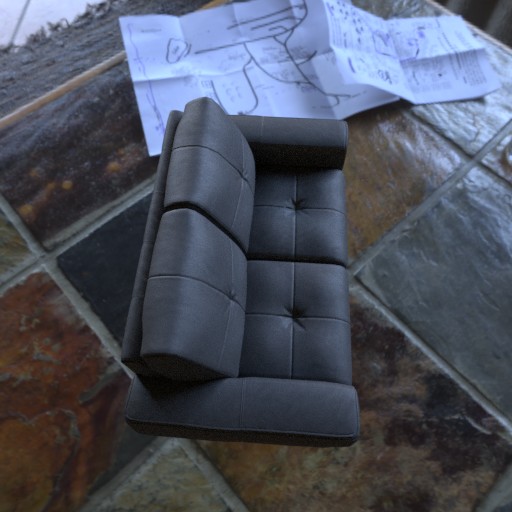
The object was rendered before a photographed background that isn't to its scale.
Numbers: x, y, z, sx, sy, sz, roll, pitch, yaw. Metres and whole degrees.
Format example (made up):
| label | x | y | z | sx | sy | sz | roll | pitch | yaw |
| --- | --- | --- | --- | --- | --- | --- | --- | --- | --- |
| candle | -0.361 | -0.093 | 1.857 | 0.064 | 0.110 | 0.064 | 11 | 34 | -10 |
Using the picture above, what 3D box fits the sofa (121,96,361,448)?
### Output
| label | x | y | z | sx | sy | sz | roll | pitch | yaw |
| --- | --- | --- | --- | --- | --- | --- | --- | --- | --- |
| sofa | 0.000 | 0.000 | 2.321 | 1.018 | 0.907 | 1.806 | 3 | 63 | 2 |
